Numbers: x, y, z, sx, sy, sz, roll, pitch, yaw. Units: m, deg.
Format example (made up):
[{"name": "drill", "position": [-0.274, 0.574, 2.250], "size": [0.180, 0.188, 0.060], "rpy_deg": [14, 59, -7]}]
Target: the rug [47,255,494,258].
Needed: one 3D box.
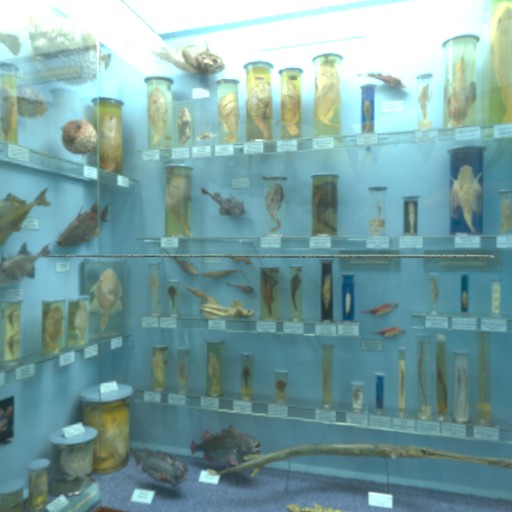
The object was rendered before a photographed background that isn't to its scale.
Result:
[{"name": "rug", "position": [0.000, 0.000, 2.691], "size": [2.452, 0.012, 0.775], "rpy_deg": [0, 0, 18]}]
